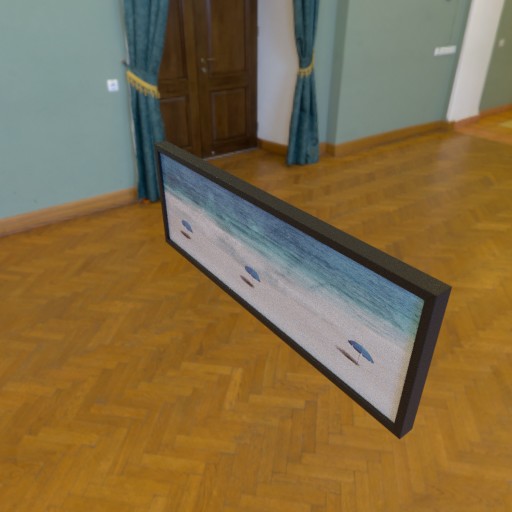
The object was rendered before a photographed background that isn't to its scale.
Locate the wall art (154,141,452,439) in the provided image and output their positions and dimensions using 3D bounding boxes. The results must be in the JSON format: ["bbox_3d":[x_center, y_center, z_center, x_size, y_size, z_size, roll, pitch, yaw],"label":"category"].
[{"bbox_3d":[0.000,0.000,0.980,0.037,0.303,0.860,-21,37,-31],"label":"wall art"}]
